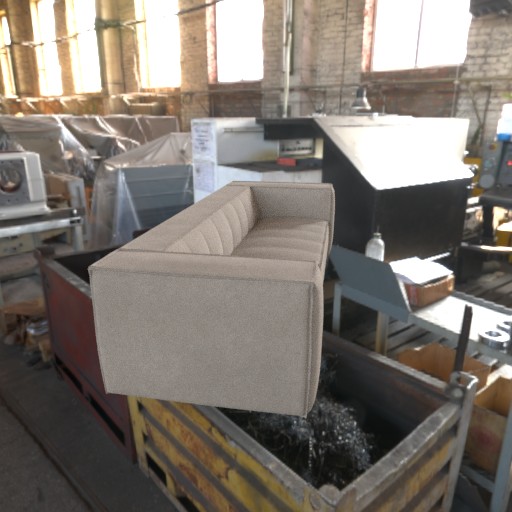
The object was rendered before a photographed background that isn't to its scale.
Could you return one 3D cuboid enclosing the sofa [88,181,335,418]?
[{"bbox_3d":[0.000,0.000,3.139,1.038,0.680,2.697,3,18,10],"label":"sofa"}]
